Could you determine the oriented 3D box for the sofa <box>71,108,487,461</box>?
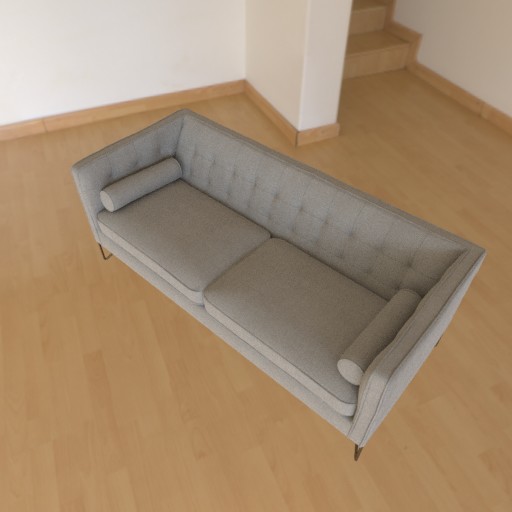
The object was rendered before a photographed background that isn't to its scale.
[{"bbox_3d":[0.000,0.000,2.548,2.079,0.798,0.912,32,54,27],"label":"sofa"}]
